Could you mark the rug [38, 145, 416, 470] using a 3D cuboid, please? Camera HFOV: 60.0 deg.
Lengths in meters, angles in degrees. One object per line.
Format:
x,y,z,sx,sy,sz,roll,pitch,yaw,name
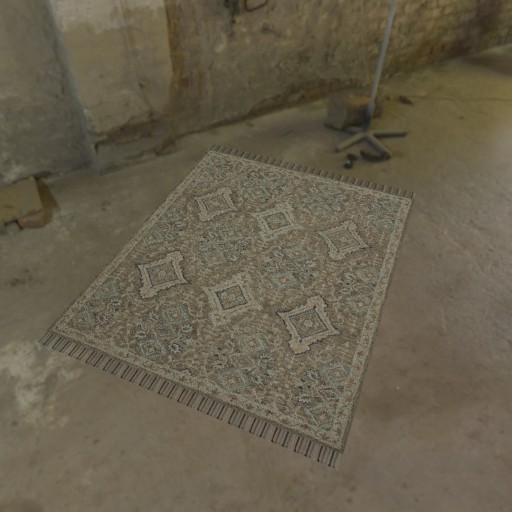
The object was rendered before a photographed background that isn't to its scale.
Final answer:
0.000,0.000,4.111,2.437,0.010,3.056,17,49,16,rug
